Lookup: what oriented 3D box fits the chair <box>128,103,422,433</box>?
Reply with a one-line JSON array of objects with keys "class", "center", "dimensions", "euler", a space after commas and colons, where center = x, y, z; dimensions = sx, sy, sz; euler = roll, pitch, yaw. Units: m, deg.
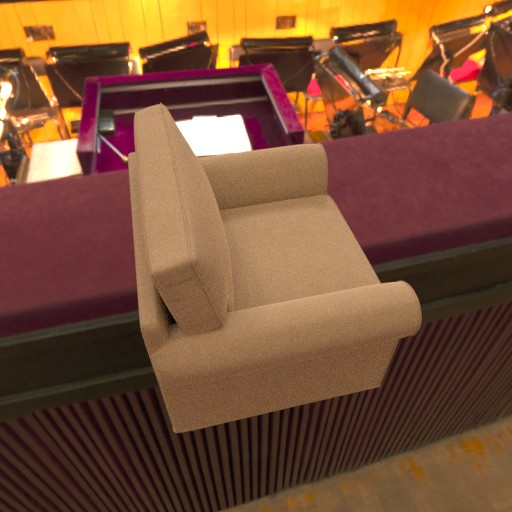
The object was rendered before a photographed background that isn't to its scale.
[{"class": "chair", "center": [0.000, 0.000, 1.750], "dimensions": [0.863, 0.955, 1.040], "euler": [-10, 47, -9]}]
